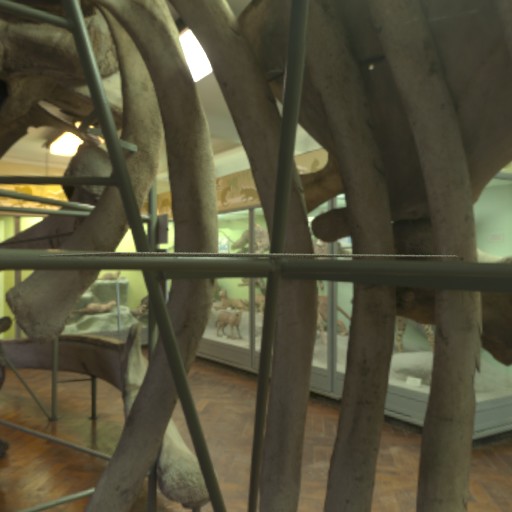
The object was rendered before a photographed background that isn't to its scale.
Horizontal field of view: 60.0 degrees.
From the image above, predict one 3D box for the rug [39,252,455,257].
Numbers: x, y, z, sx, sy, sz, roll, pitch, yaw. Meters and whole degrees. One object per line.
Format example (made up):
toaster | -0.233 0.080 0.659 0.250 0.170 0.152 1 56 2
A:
rug | 0.000 0.000 3.054 2.448 0.008 1.541 0 -1 -37
